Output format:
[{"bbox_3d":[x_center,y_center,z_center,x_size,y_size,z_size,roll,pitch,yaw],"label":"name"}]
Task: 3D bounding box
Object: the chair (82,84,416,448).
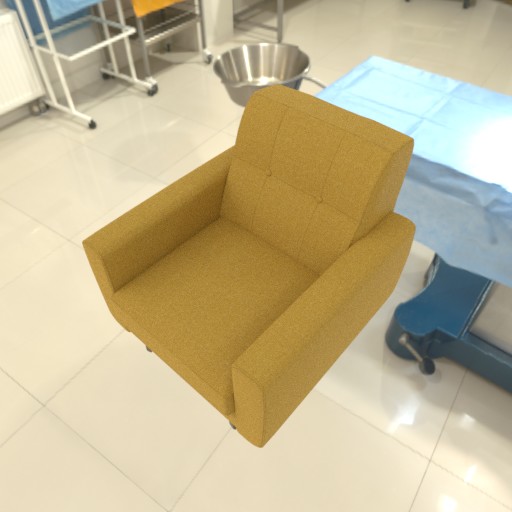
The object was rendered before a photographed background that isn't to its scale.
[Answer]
[{"bbox_3d":[0.000,0.000,1.611,0.831,0.841,0.909,33,55,27],"label":"chair"}]
